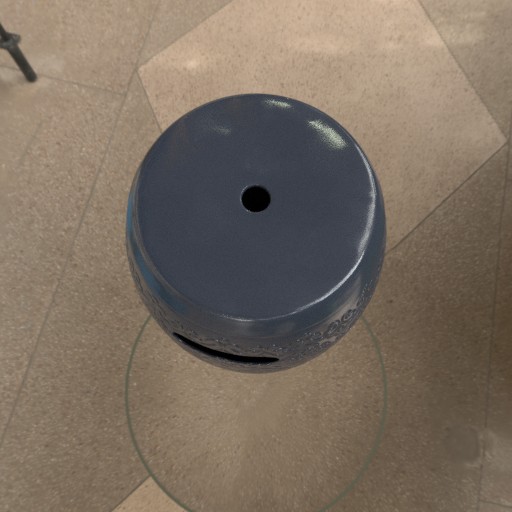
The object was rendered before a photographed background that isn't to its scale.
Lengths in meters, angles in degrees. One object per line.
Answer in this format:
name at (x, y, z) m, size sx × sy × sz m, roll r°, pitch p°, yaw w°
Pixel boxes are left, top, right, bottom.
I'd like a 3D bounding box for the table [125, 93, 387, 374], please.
table at (0.000, 0.000, 0.602) m, size 0.309 × 0.397 × 0.309 m, roll 0°, pitch 74°, yaw 0°
